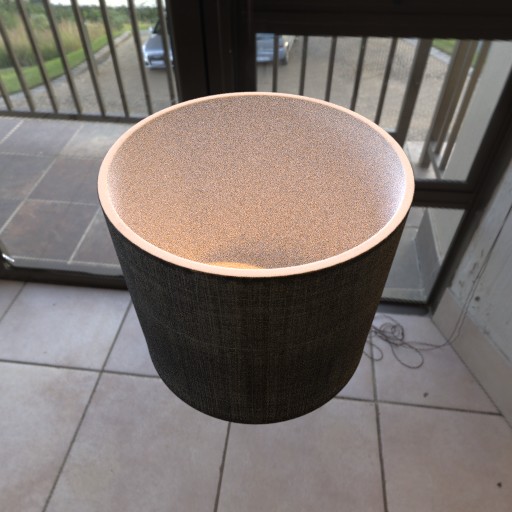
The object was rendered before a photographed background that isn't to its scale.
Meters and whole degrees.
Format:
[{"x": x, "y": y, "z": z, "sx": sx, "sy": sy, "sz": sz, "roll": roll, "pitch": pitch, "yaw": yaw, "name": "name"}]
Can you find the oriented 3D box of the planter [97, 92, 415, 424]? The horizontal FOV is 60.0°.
[{"x": 0.000, "y": 0.000, "z": 0.443, "sx": 0.254, "sy": 0.221, "sz": 0.254, "roll": 0, "pitch": 46, "yaw": 0, "name": "planter"}]
